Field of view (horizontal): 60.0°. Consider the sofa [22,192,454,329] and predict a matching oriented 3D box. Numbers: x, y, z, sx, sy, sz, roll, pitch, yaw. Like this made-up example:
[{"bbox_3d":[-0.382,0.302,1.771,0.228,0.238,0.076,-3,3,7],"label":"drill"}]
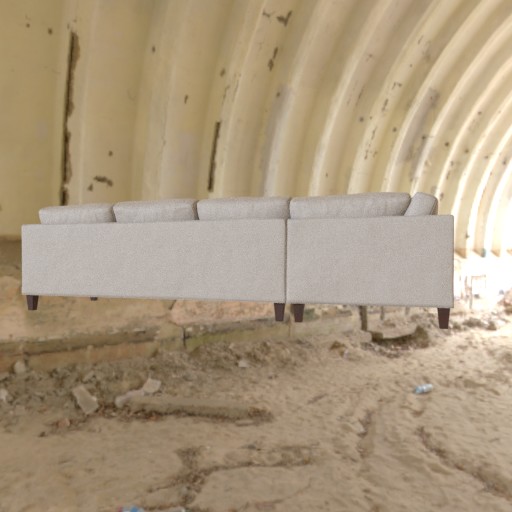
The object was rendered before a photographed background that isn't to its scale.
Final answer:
[{"bbox_3d":[0.000,0.000,4.214,3.182,0.863,2.432,0,0,17],"label":"sofa"}]
